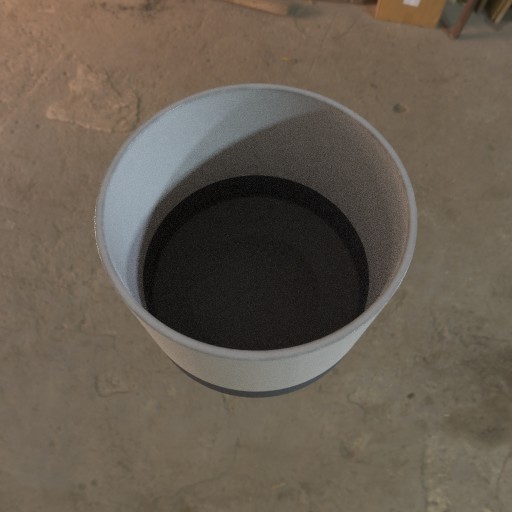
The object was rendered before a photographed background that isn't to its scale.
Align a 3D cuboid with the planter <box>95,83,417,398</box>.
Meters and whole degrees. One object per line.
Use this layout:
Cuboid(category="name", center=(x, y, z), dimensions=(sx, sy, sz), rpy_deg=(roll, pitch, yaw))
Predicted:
Cuboid(category="planter", center=(0.000, 0.000, 0.225), dimensions=(0.128, 0.105, 0.128), rpy_deg=(0, 65, 0))
